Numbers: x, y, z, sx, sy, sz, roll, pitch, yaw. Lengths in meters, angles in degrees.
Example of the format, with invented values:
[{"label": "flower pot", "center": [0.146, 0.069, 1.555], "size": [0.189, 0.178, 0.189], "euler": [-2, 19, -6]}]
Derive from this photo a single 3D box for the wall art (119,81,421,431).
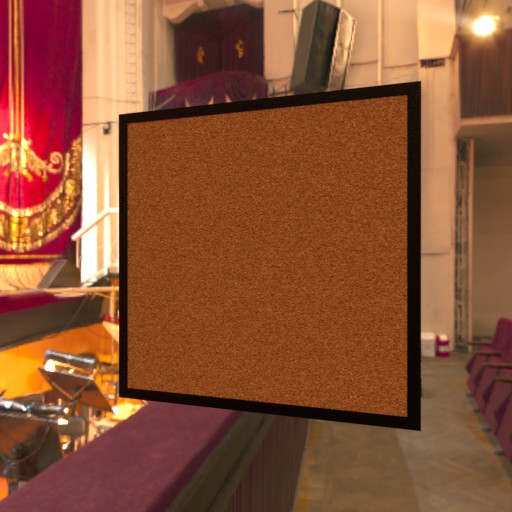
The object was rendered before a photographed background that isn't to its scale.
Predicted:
[{"label": "wall art", "center": [0.000, 0.000, 1.085], "size": [0.756, 0.755, 0.036], "euler": [0, 0, 18]}]
